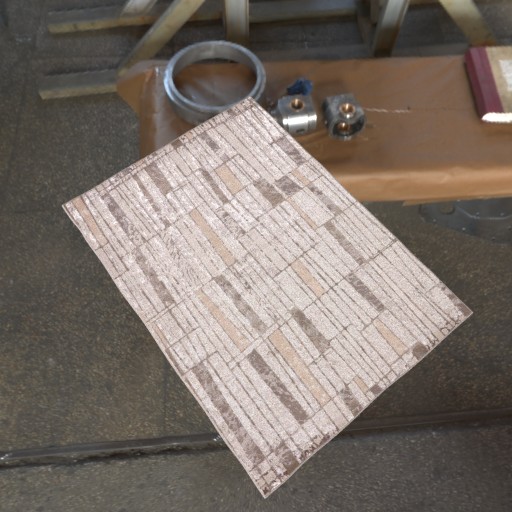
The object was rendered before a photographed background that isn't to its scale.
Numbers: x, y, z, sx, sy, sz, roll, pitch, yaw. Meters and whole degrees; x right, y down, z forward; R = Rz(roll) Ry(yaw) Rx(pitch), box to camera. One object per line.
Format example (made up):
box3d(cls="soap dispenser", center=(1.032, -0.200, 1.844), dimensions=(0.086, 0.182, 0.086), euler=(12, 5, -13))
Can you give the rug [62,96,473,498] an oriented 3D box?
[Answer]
box3d(cls="rug", center=(0.000, 0.000, 4.302), dimensions=(2.449, 0.019, 3.357), euler=(-35, 70, -15))
